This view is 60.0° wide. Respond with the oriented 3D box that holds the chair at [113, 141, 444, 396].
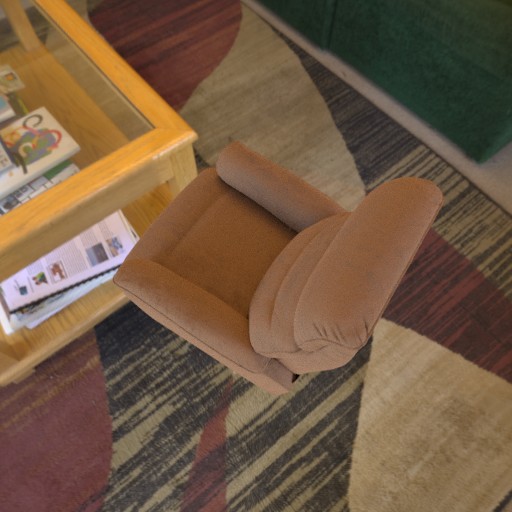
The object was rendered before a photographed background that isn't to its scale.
[{"bbox_3d":[0.000,0.000,1.763,1.004,1.037,0.820,30,67,15],"label":"chair"}]
